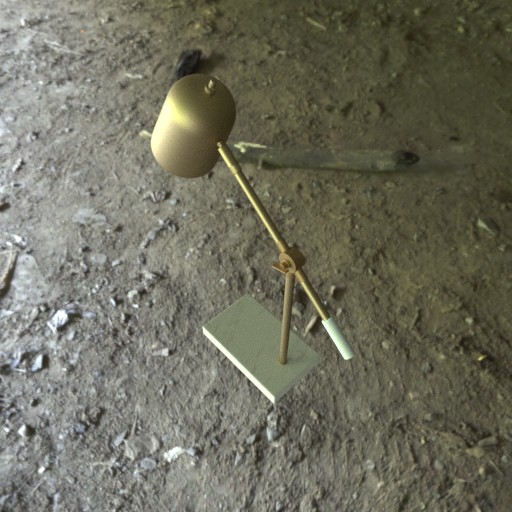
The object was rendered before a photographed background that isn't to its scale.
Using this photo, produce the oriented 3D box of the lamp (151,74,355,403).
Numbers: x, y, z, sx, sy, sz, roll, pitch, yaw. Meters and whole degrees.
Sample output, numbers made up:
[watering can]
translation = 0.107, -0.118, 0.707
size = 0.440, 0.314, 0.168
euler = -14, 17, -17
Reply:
[lamp]
translation = 0.000, 0.000, 0.805
size = 0.144, 0.603, 0.471
euler = -35, 56, -27
